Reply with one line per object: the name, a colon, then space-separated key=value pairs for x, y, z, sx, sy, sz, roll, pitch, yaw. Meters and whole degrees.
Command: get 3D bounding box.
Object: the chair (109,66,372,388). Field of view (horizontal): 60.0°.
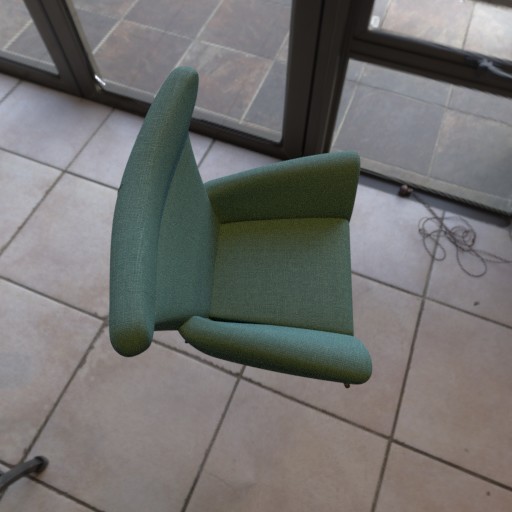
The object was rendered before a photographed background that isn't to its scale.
chair: x=0.000 y=0.000 z=1.753 sx=0.900 sy=0.980 sz=1.050 roll=3 pitch=63 yaw=2
